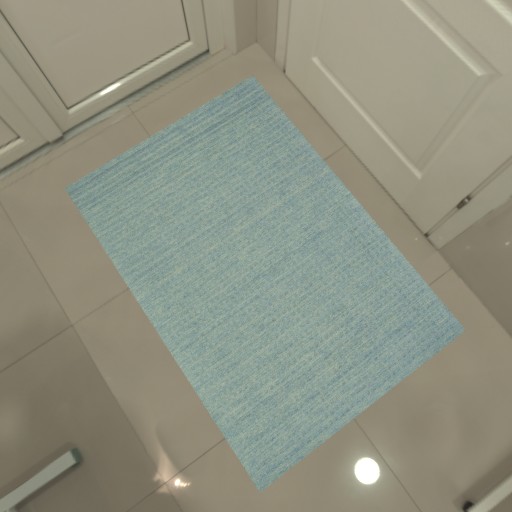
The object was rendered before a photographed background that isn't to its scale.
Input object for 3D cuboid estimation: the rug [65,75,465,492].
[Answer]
[{"bbox_3d":[0.000,0.000,3.649,1.982,0.006,2.895,-34,77,-9],"label":"rug"}]
